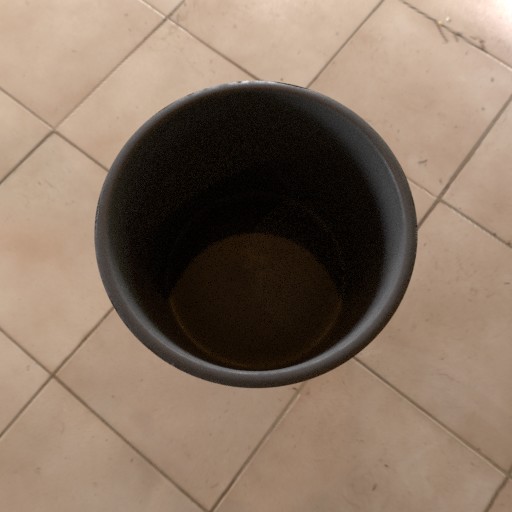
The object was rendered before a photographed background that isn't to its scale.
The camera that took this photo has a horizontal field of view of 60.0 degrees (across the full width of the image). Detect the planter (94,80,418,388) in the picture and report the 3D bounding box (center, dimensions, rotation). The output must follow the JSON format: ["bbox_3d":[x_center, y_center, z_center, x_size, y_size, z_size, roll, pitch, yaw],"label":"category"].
[{"bbox_3d":[0.000,0.000,0.446,0.254,0.221,0.254,0,75,0],"label":"planter"}]
